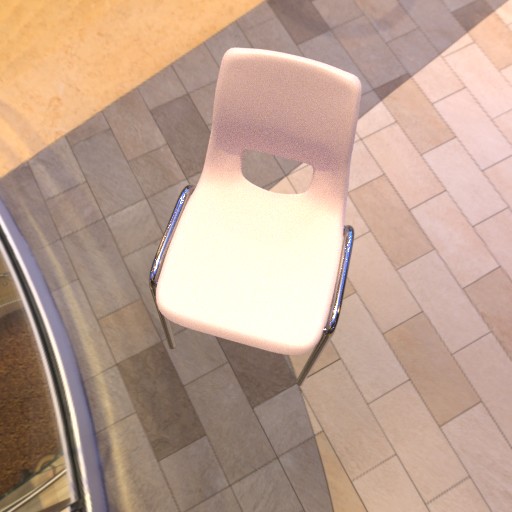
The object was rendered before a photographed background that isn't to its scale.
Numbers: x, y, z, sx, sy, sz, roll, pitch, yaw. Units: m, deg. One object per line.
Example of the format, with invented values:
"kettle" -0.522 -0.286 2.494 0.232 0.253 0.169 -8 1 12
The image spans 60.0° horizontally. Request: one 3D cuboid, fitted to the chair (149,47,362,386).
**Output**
"chair" 0.000 0.000 0.932 0.381 0.704 0.436 15 74 4
